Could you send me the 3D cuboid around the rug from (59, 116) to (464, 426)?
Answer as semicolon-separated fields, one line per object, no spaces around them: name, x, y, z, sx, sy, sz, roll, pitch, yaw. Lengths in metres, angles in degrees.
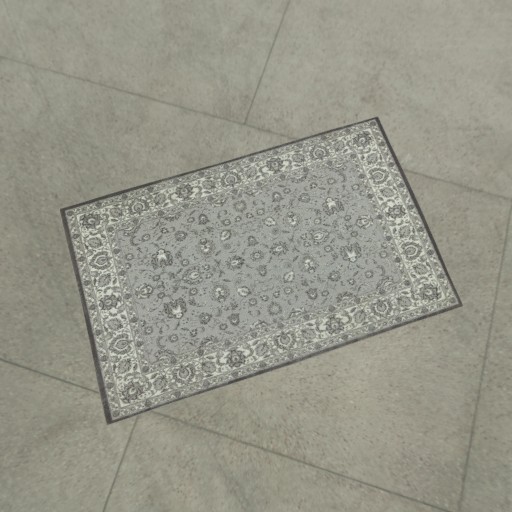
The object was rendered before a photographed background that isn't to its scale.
rug;0.000;0.000;3.043;2.438;0.011;1.524;-17;75;-5
